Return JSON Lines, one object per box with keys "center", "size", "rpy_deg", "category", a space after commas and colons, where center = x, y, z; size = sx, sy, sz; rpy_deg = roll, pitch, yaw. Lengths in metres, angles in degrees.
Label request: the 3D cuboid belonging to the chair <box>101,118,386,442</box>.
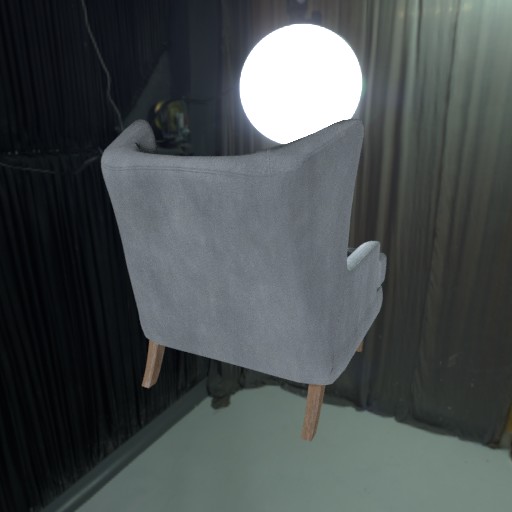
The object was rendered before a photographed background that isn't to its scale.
{"center": [0.000, 0.000, 1.611], "size": [0.784, 0.950, 0.906], "rpy_deg": [8, 19, 26], "category": "chair"}
